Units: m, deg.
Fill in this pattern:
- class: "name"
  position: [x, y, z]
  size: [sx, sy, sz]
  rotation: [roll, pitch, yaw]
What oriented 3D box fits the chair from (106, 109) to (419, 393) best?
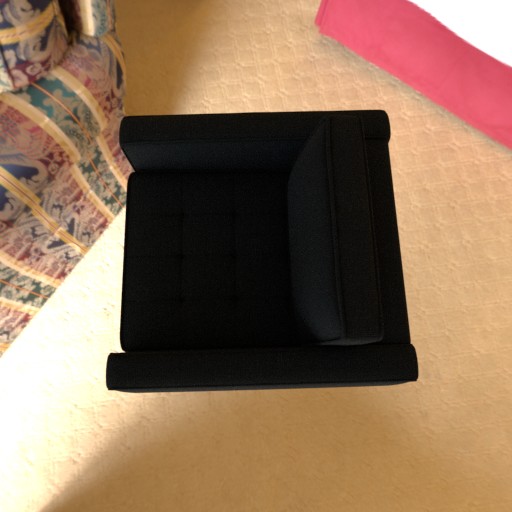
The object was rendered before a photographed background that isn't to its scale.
- class: "chair"
  position: [0.000, 0.000, 1.564]
  size: [0.920, 0.770, 0.899]
  rotation: [-2, 75, 0]
